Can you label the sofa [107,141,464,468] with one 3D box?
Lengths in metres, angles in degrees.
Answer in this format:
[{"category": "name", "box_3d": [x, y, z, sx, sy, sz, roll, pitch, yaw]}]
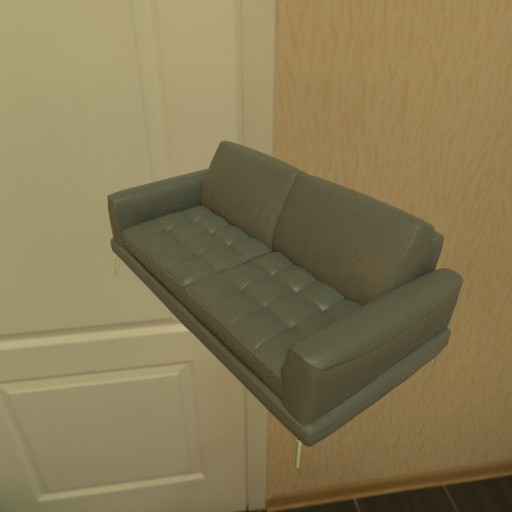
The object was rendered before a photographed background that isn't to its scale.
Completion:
[{"category": "sofa", "box_3d": [0.000, 0.000, 2.747, 1.121, 0.930, 2.177, -22, 38, -32]}]
